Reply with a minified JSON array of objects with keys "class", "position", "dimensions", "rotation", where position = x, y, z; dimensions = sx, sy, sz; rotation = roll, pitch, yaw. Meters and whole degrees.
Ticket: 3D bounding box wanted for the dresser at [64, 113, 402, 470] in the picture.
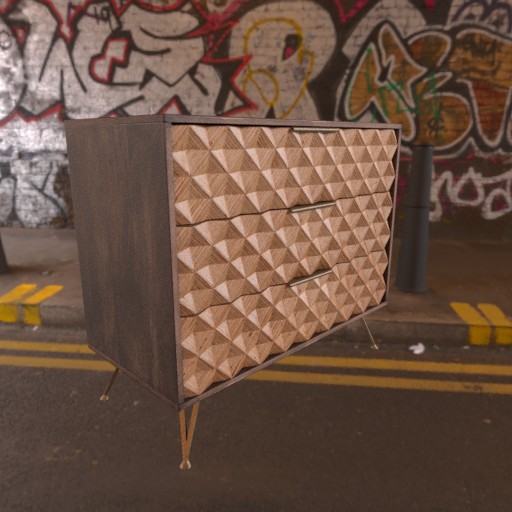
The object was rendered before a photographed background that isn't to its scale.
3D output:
[{"class":"dresser","position":[0.000,0.000,1.387],"dimensions":[0.453,0.801,0.923],"rotation":[14,21,43]}]
